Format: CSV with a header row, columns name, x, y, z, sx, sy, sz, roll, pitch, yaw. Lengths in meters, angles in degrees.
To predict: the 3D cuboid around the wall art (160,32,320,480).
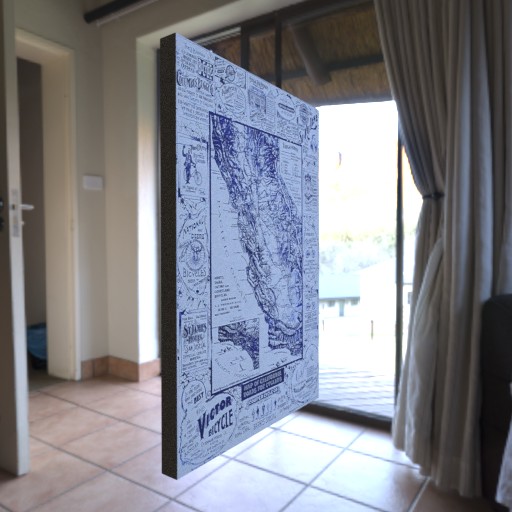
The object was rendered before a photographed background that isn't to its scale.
name,x,y,z,sx,sy,sz,roll,pitch,yaw
wall art,0.000,0.000,0.963,0.039,0.753,0.511,1,1,36
